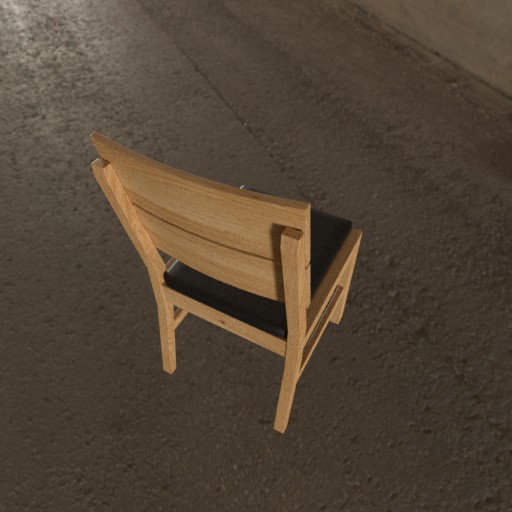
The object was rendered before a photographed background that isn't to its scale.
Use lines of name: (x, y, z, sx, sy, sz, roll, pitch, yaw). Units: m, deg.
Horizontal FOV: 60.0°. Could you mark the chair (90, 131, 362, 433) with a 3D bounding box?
chair: (0.000, 0.000, 1.311, 0.475, 0.950, 0.569, 22, 50, 19)
